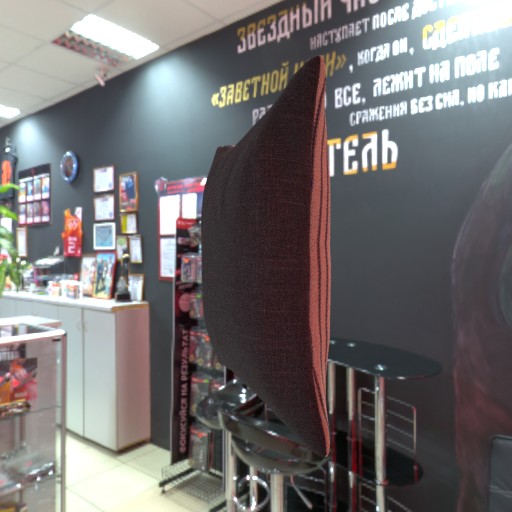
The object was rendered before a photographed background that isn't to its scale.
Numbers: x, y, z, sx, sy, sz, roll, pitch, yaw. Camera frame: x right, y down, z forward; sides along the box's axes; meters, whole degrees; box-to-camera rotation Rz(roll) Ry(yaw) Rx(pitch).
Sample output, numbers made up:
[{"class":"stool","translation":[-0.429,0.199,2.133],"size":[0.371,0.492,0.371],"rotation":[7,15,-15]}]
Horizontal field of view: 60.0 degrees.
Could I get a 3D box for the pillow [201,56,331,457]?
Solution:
[{"class":"pillow","translation":[0.000,0.000,0.696],"size":[0.138,0.444,0.468],"rotation":[0,0,-18]}]
